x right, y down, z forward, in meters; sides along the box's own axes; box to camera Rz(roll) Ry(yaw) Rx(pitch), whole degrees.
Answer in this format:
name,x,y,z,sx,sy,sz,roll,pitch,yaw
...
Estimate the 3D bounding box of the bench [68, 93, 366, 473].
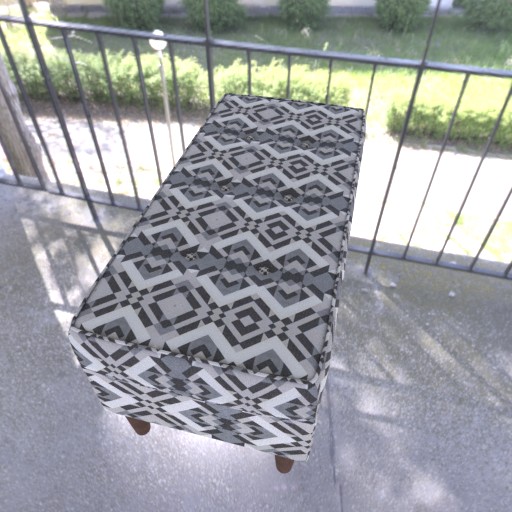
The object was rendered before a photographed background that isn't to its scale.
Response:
name,x,y,z,sx,sy,sz,roll,pitch,yaw
bench,0.000,0.000,1.266,0.492,0.477,1.016,10,46,10
